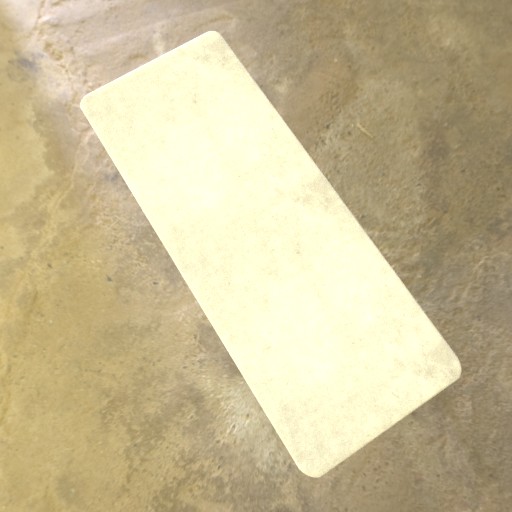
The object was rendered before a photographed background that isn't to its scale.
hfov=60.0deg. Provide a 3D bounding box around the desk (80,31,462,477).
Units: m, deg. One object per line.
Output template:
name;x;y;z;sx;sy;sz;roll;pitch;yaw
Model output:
desk;0.000;0.000;1.742;0.550;0.755;1.400;-31;77;-8
